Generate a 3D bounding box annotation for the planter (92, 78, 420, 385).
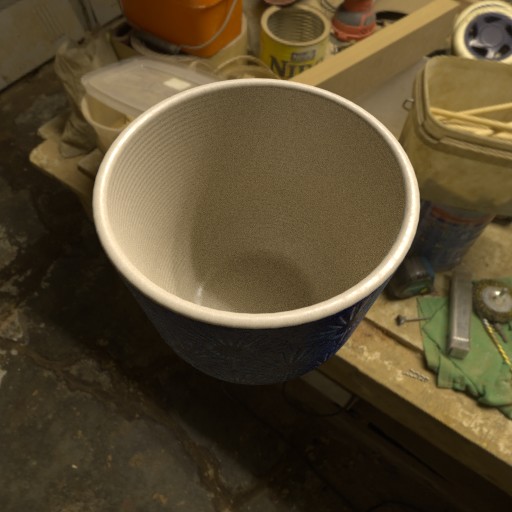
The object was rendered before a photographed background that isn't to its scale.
[{"bbox_3d":[0.000,0.000,0.296,0.170,0.153,0.170,0,57,0],"label":"planter"}]
